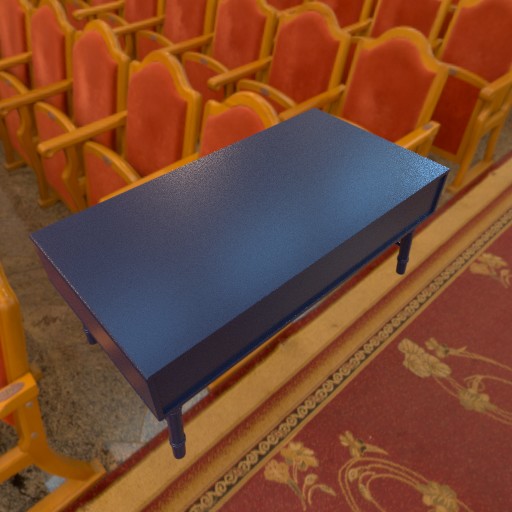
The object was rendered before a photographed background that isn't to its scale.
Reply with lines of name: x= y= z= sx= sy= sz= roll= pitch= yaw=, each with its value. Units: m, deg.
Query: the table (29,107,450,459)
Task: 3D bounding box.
table: x=0.000 y=0.000 z=1.388 sx=1.067 sy=0.457 sz=0.572 roll=-32 pitch=52 yaw=-29
